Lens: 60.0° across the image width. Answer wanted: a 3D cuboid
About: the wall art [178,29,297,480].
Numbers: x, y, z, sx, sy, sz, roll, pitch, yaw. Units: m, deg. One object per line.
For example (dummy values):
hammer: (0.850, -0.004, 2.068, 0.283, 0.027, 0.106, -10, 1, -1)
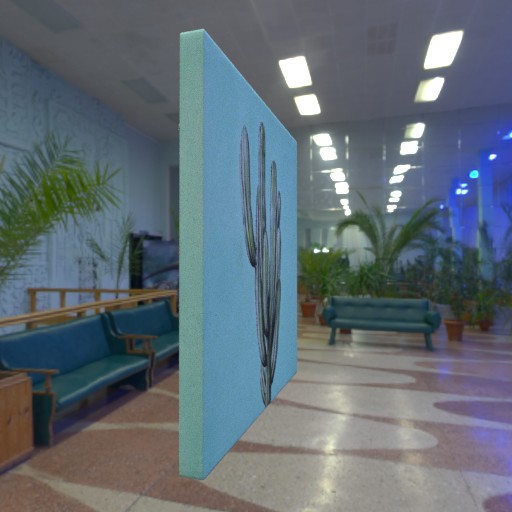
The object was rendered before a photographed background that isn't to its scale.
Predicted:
wall art: (0.000, 0.000, 1.120, 0.054, 0.766, 0.765, 0, -1, 17)
